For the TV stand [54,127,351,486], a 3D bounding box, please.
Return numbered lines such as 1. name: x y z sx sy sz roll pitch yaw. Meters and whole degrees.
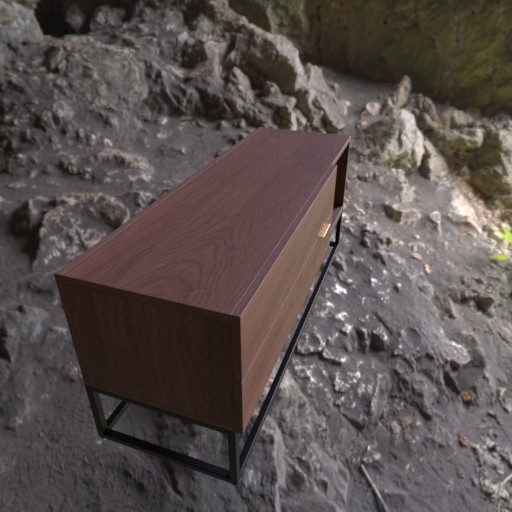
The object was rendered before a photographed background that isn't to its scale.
1. TV stand: 0.000 0.000 1.430 0.415 0.500 1.200 11 32 17
